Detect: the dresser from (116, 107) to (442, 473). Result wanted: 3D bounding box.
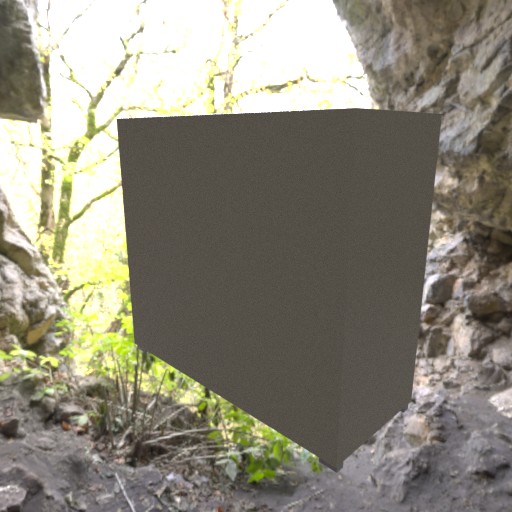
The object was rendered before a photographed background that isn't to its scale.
[{"bbox_3d":[0.000,0.000,1.663,1.100,1.000,0.460,15,21,43],"label":"dresser"}]
